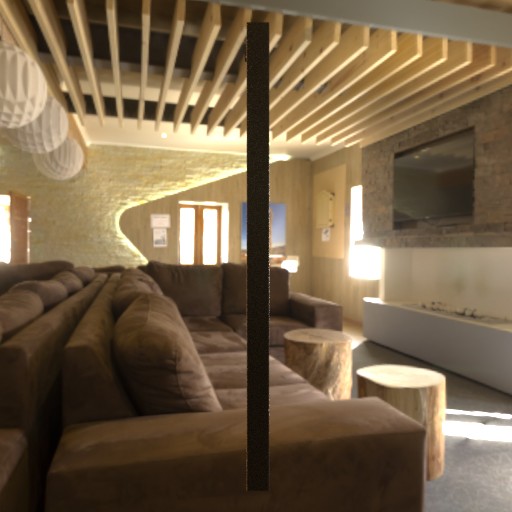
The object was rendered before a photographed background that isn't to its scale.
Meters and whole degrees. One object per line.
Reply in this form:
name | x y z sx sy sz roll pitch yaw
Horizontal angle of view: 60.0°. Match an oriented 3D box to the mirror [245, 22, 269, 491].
mirror | 0.000 0.000 0.924 0.039 0.710 0.507 0 1 0
